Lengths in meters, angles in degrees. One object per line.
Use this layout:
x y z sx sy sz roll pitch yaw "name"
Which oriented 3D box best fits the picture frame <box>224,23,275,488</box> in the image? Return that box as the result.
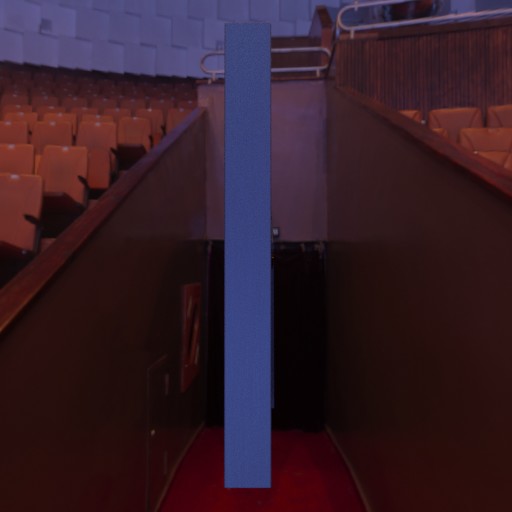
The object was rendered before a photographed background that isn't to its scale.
0.000 0.000 0.276 0.028 0.208 0.157 0 -1 0 "picture frame"
